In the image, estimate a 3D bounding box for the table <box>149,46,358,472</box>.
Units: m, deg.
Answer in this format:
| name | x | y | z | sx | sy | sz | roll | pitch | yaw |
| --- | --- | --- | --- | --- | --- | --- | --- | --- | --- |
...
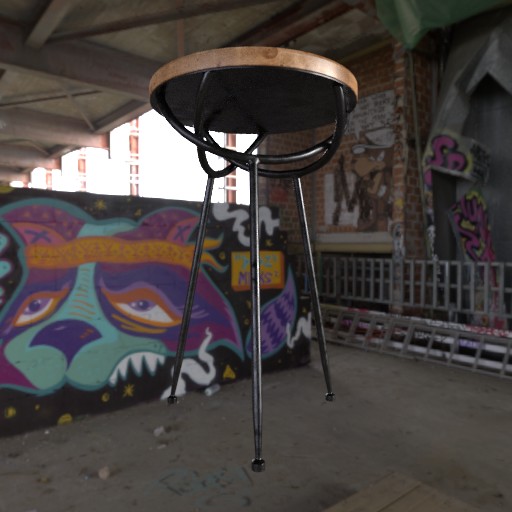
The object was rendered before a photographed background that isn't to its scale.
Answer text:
| name | x | y | z | sx | sy | sz | roll | pitch | yaw |
| --- | --- | --- | --- | --- | --- | --- | --- | --- | --- |
| table | 0.000 | 0.000 | 0.900 | 0.418 | 0.664 | 0.414 | 0 | 1 | -19 |
